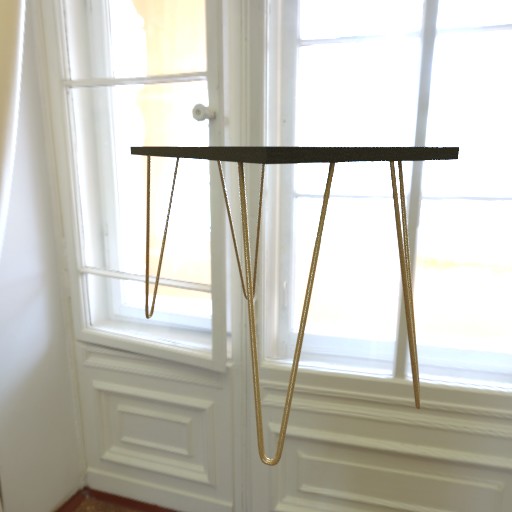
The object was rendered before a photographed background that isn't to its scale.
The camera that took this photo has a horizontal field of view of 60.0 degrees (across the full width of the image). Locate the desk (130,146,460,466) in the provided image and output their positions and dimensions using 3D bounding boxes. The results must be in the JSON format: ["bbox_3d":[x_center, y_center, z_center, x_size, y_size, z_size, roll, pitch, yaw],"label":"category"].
[{"bbox_3d":[0.000,0.000,1.376,0.499,0.660,0.991,-7,16,-28],"label":"desk"}]
